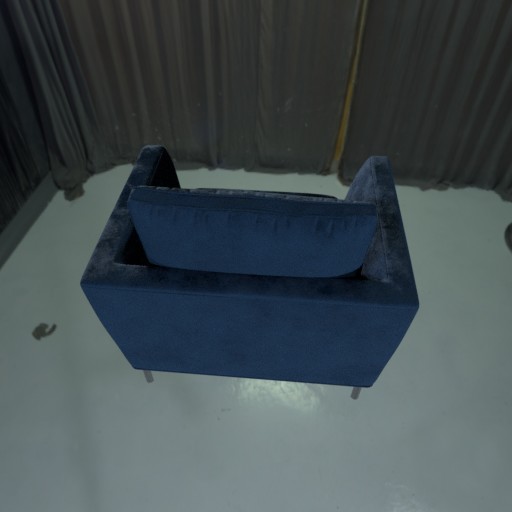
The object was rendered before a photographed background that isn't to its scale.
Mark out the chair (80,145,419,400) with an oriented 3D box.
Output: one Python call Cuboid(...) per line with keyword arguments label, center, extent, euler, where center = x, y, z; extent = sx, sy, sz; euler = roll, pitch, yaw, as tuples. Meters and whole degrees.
Cuboid(label="chair", center=(0.000, 0.000, 1.652), extent=(0.977, 0.893, 0.746), euler=(4, 46, 3))
